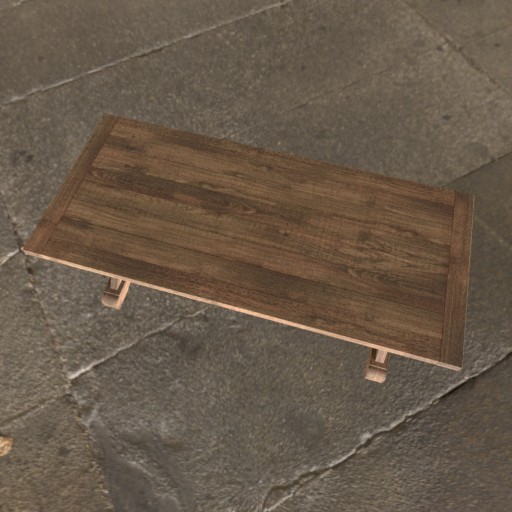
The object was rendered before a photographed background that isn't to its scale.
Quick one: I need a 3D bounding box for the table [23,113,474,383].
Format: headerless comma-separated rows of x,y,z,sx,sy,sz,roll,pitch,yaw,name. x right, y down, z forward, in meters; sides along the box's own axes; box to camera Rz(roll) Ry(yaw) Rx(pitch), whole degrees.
0.000,0.000,2.485,2.031,0.733,0.907,14,63,7,table
